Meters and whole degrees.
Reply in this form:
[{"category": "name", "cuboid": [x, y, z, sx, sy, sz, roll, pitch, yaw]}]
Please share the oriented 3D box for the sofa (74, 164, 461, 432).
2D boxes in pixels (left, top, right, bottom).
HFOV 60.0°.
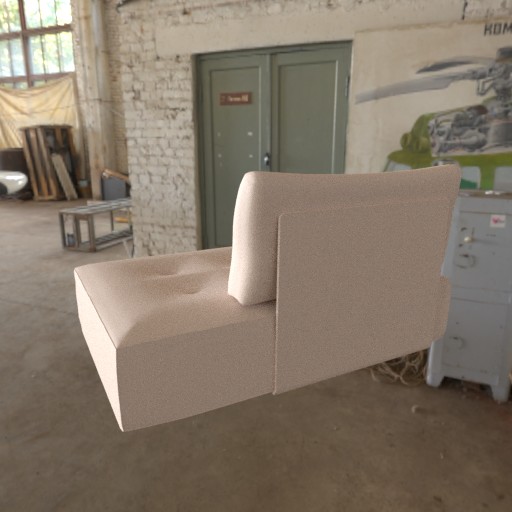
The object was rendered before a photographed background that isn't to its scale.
[{"category": "sofa", "cuboid": [0.000, 0.000, 2.003, 1.450, 0.820, 1.000, -8, 16, -27]}]
